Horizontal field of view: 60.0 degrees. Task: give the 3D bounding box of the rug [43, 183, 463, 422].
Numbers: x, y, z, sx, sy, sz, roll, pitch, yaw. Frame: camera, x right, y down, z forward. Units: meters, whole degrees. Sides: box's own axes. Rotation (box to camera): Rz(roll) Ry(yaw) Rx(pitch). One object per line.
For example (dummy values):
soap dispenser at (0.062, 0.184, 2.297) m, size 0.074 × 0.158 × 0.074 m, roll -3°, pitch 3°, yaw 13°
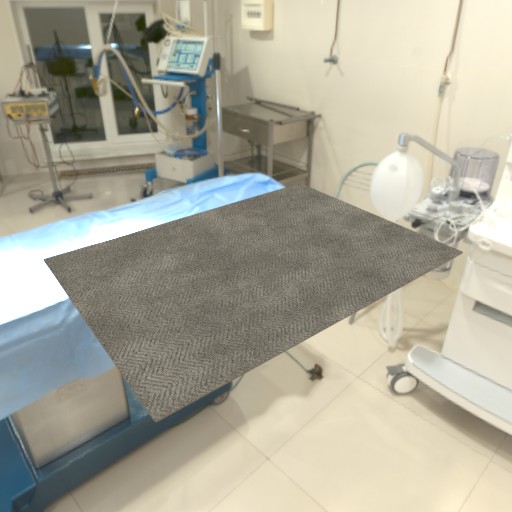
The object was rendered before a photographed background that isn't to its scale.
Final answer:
rug at (0.000, 0.000, 2.894) m, size 2.235 × 0.008 × 1.600 m, roll -21°, pitch 36°, yaw -32°
